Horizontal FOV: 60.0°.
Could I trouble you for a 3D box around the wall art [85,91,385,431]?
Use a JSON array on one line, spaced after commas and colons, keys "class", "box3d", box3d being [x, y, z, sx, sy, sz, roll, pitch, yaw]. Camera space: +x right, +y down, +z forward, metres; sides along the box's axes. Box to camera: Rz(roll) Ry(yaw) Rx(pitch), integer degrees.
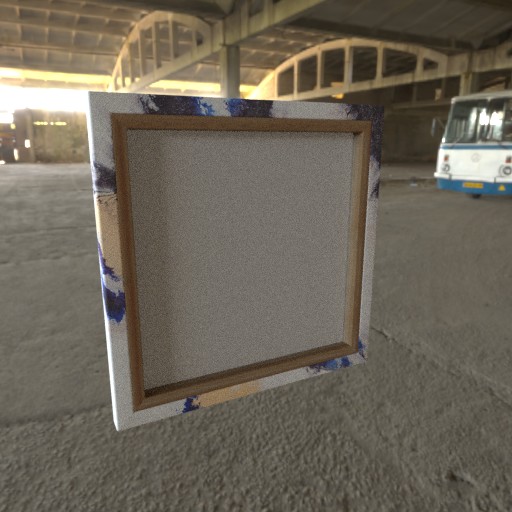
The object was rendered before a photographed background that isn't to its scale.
[{"class": "wall art", "box3d": [0.000, 0.000, 0.914, 0.609, 0.609, 0.039, -7, 16, -26]}]
